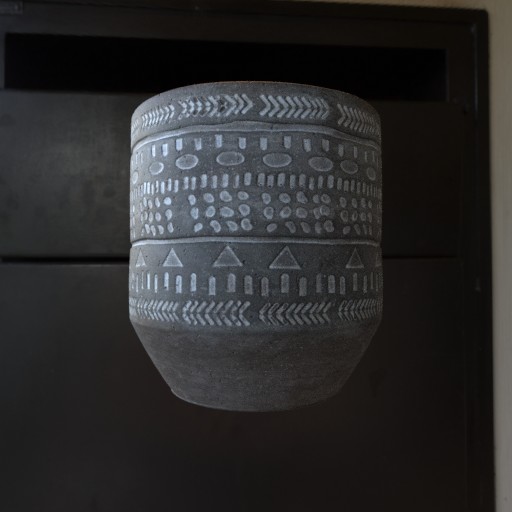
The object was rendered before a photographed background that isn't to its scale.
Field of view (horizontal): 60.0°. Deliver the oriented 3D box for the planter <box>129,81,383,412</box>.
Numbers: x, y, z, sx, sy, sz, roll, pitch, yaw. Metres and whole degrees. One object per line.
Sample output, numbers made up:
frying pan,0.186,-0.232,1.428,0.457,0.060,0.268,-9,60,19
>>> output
planter,0.000,0.000,0.259,0.142,0.149,0.142,0,-1,0
